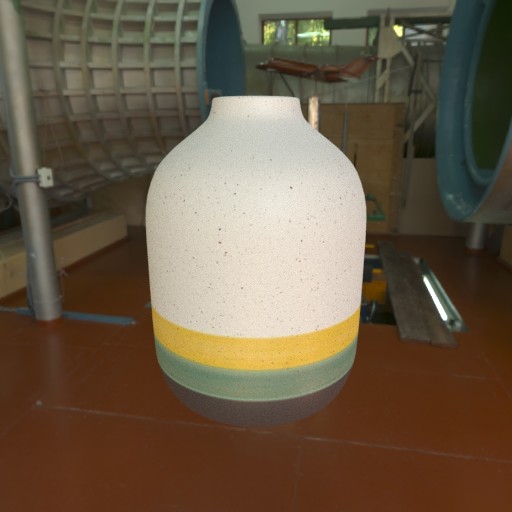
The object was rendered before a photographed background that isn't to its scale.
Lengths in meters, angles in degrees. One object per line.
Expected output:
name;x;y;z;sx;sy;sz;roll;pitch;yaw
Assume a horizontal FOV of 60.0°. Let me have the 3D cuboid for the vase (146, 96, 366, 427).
vase;0.000;0.000;0.358;0.169;0.240;0.169;0;17;0
